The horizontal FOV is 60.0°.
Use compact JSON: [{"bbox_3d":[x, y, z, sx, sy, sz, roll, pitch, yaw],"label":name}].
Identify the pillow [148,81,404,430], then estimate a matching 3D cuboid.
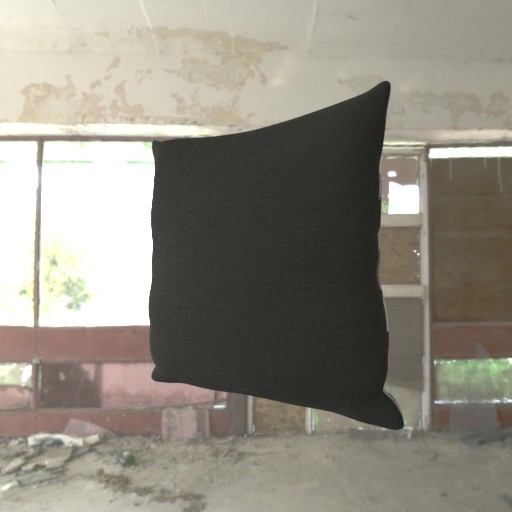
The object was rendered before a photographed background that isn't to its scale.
[{"bbox_3d":[0.000,0.000,0.768,0.503,0.496,0.208,-1,-2,34],"label":"pillow"}]
